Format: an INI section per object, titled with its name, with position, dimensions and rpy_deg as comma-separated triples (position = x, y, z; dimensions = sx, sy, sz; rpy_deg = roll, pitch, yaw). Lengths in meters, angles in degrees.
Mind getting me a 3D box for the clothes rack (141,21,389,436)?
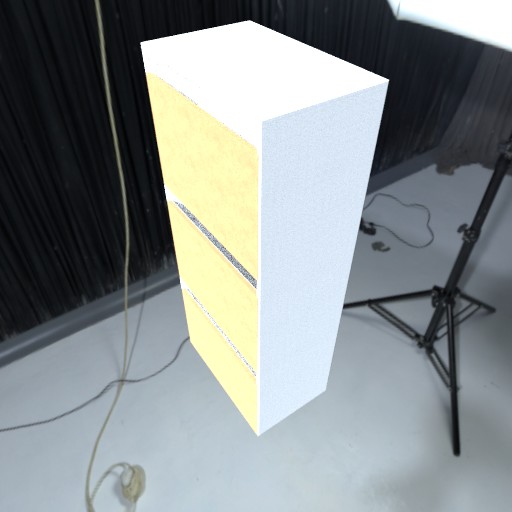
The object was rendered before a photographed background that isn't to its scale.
[clothes rack]
position = 0.000, 0.000, 1.385
dimensions = 0.330, 1.187, 0.500
rpy_deg = -25, 49, -25
